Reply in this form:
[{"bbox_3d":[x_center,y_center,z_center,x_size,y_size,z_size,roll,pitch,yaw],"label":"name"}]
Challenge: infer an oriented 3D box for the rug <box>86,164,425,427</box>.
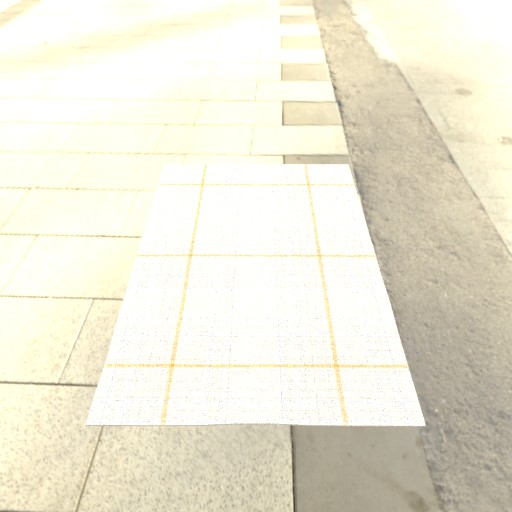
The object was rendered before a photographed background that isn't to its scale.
[{"bbox_3d":[0.000,0.000,2.272,1.232,0.015,1.825,0,42,0],"label":"rug"}]
